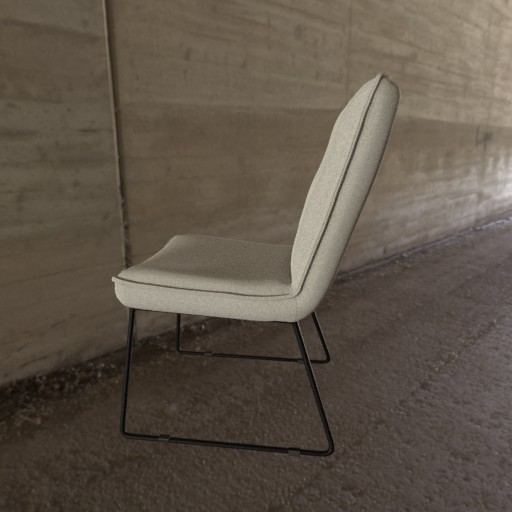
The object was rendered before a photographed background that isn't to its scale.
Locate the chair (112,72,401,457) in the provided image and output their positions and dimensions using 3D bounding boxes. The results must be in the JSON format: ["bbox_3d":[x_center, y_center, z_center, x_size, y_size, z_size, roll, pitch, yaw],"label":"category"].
[{"bbox_3d":[0.000,0.000,1.292,0.688,0.930,0.515,2,15,8],"label":"chair"}]
